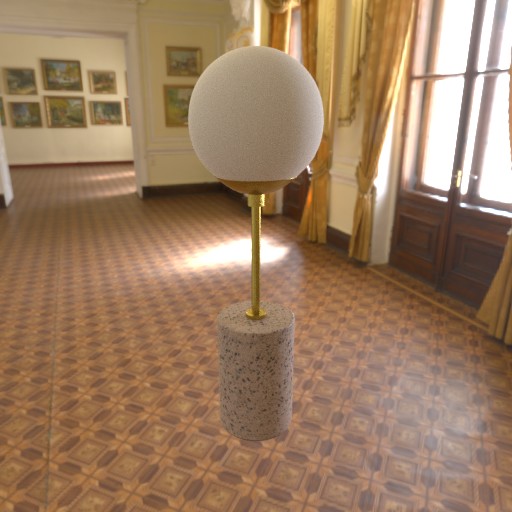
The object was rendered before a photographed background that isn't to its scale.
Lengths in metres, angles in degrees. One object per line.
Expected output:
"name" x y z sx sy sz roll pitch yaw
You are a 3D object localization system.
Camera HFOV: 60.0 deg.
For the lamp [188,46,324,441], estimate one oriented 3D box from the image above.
"lamp" 0.000 0.000 0.557 0.153 0.480 0.153 0 18 0
